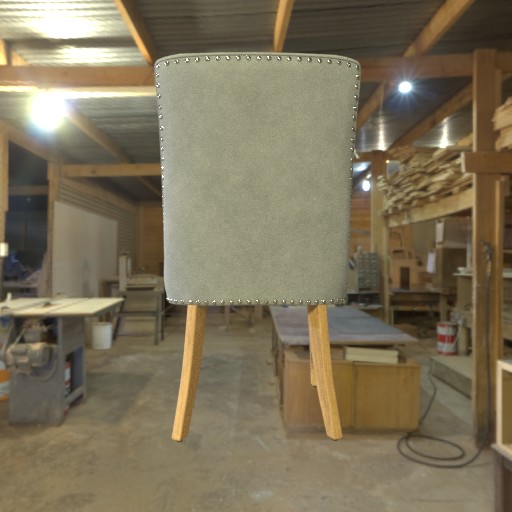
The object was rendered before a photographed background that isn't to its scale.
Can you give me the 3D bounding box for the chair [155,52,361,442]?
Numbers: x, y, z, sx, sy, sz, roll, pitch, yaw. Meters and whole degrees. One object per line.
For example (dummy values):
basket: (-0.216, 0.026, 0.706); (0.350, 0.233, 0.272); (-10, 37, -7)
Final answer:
chair: (0.000, 0.000, 1.255); (0.495, 0.902, 0.610); (0, 0, -1)
